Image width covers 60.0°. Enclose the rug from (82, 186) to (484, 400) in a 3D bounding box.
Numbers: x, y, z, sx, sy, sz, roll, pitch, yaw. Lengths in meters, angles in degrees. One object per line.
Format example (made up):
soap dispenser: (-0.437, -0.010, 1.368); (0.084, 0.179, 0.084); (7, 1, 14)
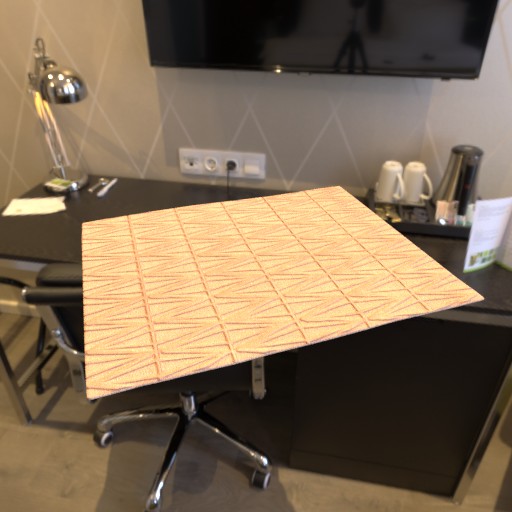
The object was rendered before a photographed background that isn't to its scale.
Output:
rug: (0.000, 0.000, 4.117); (3.052, 0.043, 2.453); (-10, 34, -16)
